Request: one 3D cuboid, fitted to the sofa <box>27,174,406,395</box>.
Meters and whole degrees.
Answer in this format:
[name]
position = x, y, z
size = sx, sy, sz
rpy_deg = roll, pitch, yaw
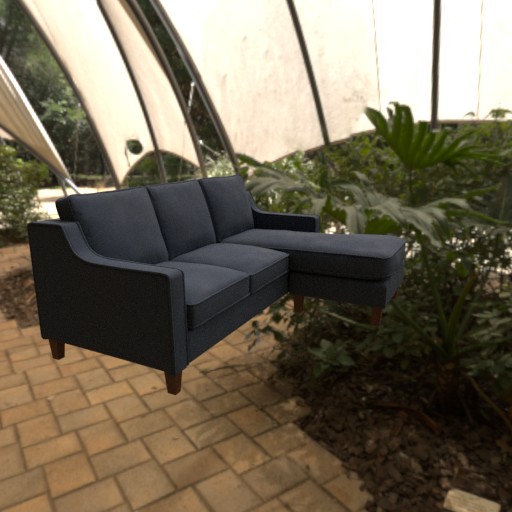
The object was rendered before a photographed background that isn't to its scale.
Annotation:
[sofa]
position = 0.000, 0.000, 3.275
size = 1.858, 1.066, 2.317
rpy_deg = 7, 15, 26
